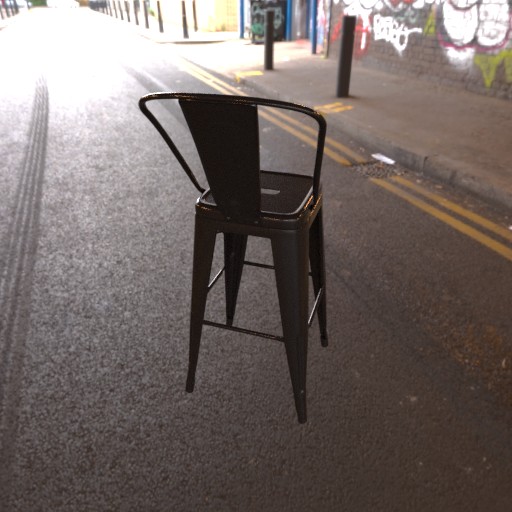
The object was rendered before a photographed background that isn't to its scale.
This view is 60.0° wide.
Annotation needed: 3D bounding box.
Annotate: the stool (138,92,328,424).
[{"bbox_3d":[0.000,0.000,1.333,0.432,1.022,0.528,10,32,16],"label":"stool"}]
